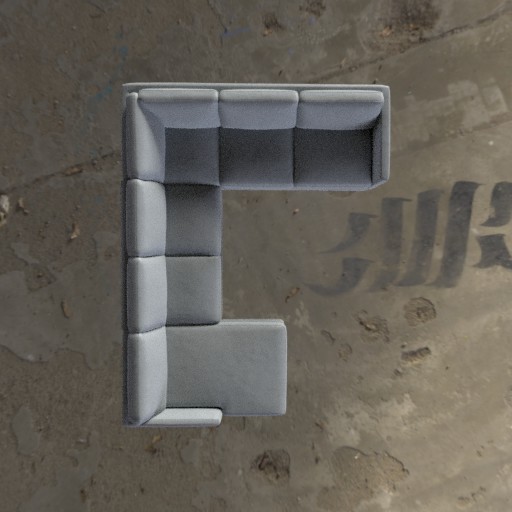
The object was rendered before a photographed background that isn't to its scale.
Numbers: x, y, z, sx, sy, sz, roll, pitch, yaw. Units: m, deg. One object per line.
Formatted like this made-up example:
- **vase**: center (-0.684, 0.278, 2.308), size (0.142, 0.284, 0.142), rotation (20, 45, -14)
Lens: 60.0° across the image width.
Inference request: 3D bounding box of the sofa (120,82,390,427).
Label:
- **sofa**: center (0.000, 0.000, 4.418), size (2.551, 0.853, 3.238), rotation (0, 91, -1)
